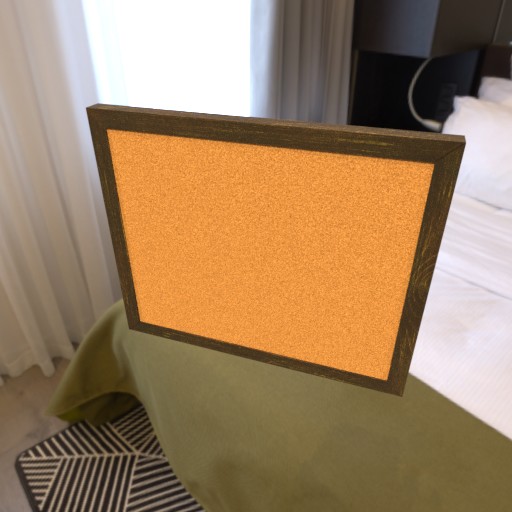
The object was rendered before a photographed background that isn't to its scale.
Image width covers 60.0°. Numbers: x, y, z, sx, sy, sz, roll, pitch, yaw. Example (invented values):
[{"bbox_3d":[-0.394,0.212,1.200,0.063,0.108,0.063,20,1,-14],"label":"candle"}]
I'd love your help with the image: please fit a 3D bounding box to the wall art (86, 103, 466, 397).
[{"bbox_3d":[0.000,0.000,0.755,0.558,0.457,0.032,10,33,16],"label":"wall art"}]
